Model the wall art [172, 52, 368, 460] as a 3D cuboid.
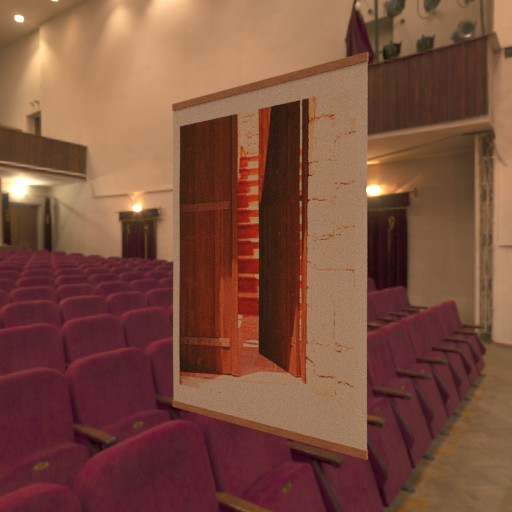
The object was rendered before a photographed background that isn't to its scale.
[{"bbox_3d":[0.000,0.000,1.950,1.019,1.527,0.019,0,0,35],"label":"wall art"}]
